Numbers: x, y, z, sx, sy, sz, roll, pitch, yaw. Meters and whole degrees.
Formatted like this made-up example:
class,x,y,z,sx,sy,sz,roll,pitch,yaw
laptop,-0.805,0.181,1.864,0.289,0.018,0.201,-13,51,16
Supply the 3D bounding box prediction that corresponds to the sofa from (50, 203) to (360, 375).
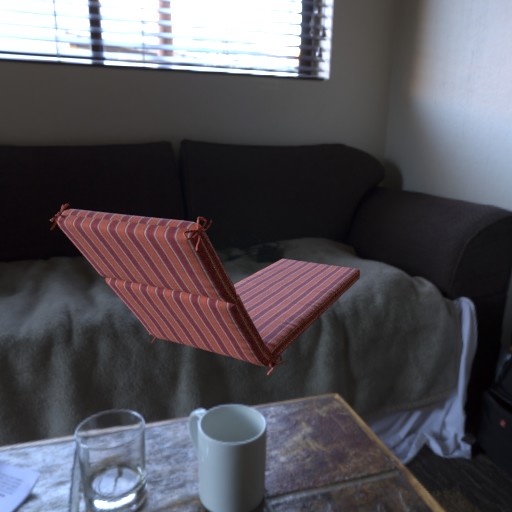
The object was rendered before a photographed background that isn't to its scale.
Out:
class,x,y,z,sx,sy,sz,roll,pitch,yaw
sofa,0.000,0.000,1.978,0.582,0.622,1.663,8,17,27
